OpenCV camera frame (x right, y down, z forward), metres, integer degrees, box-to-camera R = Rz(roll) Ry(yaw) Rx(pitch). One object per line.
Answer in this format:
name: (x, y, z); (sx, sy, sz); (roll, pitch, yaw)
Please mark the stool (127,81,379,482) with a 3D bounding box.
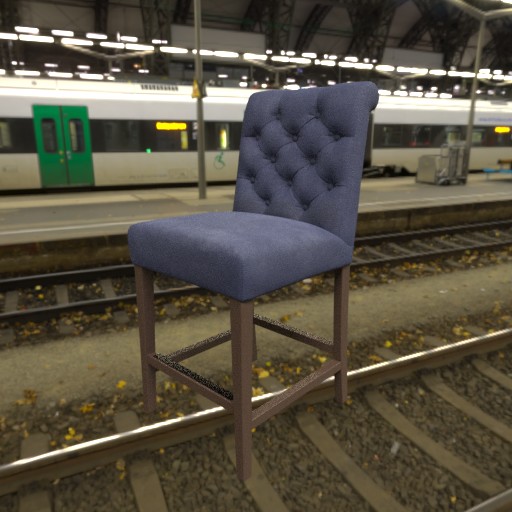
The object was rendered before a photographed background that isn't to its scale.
stool: (0.000, 0.000, 1.354); (0.493, 1.010, 0.601); (14, 20, 42)
